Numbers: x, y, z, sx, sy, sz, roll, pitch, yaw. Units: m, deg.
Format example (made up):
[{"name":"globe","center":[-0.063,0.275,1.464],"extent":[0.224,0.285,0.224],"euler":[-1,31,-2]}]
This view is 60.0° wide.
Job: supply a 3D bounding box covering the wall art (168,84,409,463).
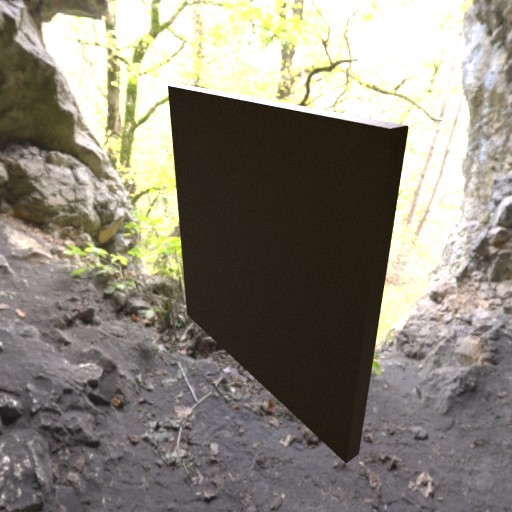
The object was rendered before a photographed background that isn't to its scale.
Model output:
[{"name":"wall art","center":[0.000,0.000,0.756],"extent":[0.030,0.506,0.503],"euler":[-19,32,-32]}]
